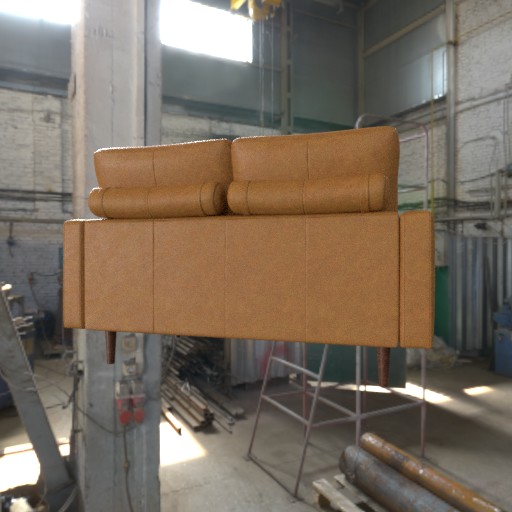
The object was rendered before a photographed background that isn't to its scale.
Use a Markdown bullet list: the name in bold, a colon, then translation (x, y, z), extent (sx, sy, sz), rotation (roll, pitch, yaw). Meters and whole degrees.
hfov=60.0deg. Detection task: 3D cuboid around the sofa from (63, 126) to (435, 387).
- **sofa**: translation (0.000, 0.000, 1.966), extent (1.430, 0.898, 0.868), rotation (0, 0, 17)
